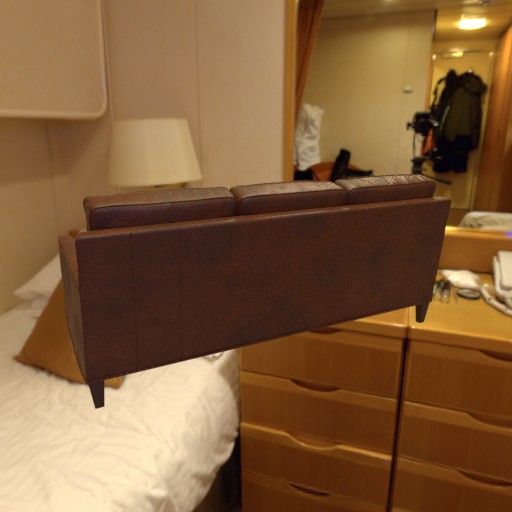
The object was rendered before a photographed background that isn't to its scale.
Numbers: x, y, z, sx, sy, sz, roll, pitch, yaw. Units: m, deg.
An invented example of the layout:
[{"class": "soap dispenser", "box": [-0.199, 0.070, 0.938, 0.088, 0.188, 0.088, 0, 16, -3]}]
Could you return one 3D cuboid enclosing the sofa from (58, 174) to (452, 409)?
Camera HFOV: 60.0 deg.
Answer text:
[{"class": "sofa", "box": [0.000, 0.000, 2.788, 2.240, 1.003, 1.084, -8, 18, -26]}]
